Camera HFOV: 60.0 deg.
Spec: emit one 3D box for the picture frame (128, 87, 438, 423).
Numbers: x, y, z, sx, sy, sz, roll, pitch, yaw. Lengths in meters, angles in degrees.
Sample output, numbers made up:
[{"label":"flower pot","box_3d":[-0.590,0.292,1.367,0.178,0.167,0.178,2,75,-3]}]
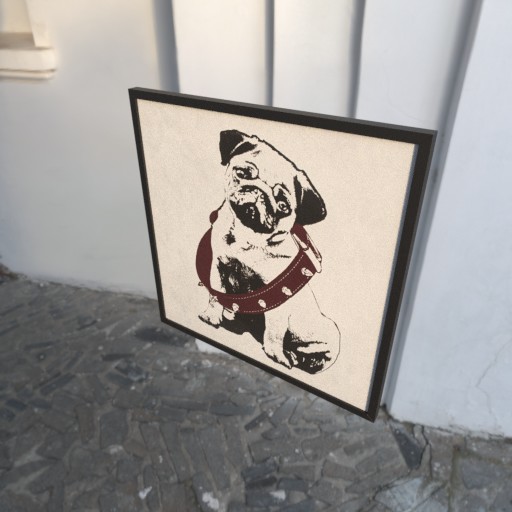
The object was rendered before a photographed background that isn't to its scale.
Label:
[{"label":"picture frame","box_3d":[0.000,0.000,1.180,0.775,0.775,0.032,19,36,28]}]
